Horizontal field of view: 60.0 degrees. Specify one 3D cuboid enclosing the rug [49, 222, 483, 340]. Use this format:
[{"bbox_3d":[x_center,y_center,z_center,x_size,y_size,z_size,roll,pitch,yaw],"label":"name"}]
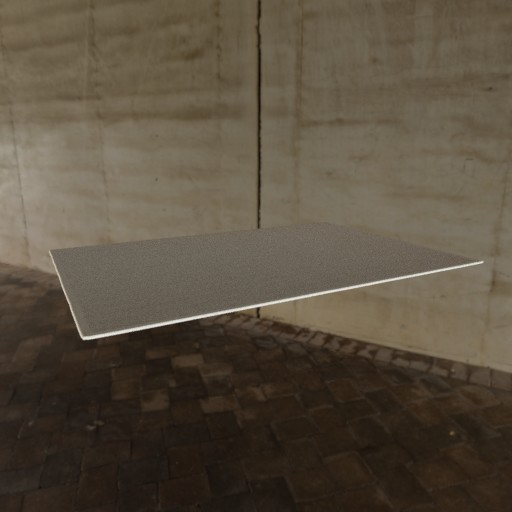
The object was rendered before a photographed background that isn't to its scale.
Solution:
[{"bbox_3d":[0.000,0.000,2.754,2.244,0.017,1.532,-8,16,-27],"label":"rug"}]
